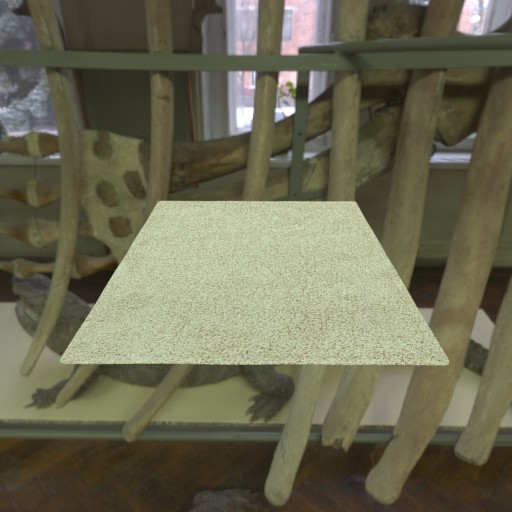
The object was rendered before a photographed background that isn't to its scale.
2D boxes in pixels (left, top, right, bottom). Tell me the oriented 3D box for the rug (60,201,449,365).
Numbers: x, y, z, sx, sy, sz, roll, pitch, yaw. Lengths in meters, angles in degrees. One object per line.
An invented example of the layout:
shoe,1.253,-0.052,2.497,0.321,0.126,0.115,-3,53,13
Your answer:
rug,0.000,0.000,4.120,2.438,0.029,3.047,0,26,0
